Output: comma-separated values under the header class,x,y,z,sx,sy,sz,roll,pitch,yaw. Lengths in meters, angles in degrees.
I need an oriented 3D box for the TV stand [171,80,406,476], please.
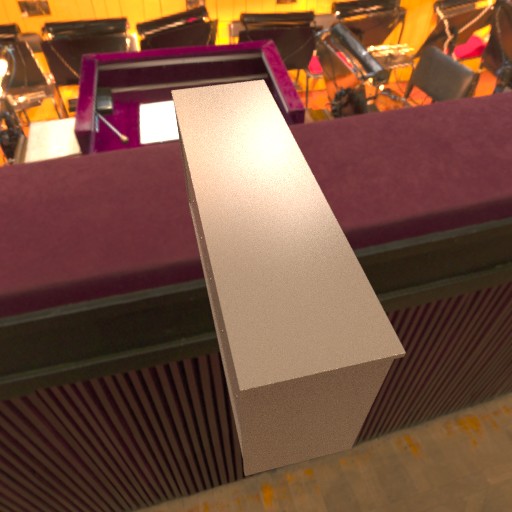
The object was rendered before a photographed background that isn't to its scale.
class,x,y,z,sx,sy,sz,roll,pitch,yaw
TV stand,0.000,0.000,1.470,0.344,0.603,1.167,-10,49,-9
